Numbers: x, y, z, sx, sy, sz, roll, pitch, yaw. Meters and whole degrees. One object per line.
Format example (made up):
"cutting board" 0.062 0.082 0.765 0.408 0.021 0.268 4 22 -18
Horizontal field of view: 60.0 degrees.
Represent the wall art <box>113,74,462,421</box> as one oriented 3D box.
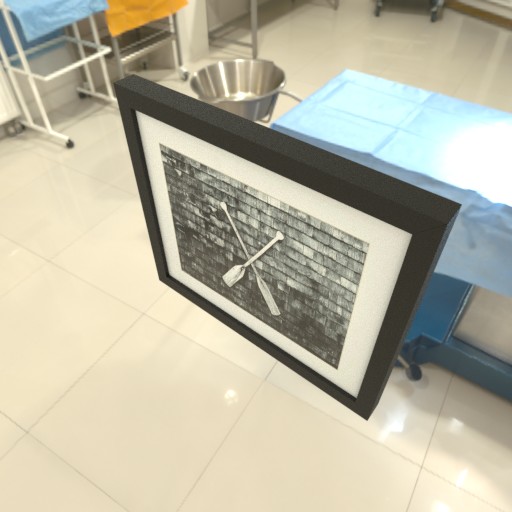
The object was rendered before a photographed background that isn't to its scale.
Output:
"wall art" 0.000 0.000 0.533 0.381 0.330 0.029 29 52 26
